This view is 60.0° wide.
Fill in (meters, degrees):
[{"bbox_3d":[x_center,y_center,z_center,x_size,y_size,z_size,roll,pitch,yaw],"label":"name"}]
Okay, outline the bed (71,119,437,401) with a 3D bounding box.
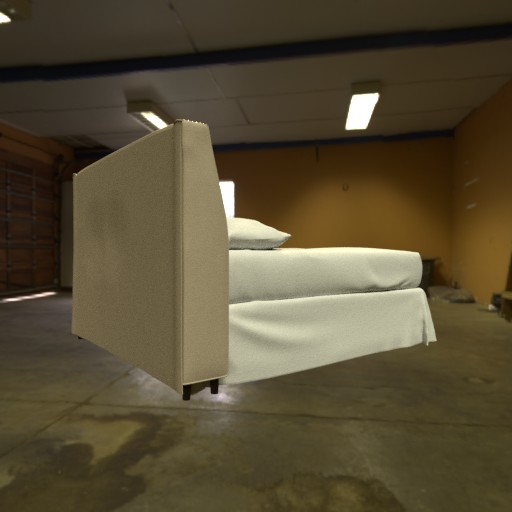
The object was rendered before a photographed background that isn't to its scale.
[{"bbox_3d":[0.000,0.000,3.454,2.276,1.332,1.925,-1,1,-37],"label":"bed"}]
